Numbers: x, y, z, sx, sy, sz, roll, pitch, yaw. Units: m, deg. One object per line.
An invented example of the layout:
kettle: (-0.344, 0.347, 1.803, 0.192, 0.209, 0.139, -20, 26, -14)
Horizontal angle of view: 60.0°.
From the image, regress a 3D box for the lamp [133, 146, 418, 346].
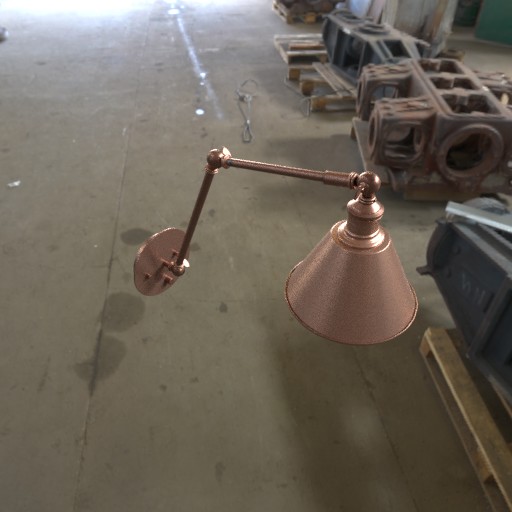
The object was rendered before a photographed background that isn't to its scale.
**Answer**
lamp: (0.000, 0.000, 0.865, 0.624, 0.502, 0.223, 25, 46, 27)
